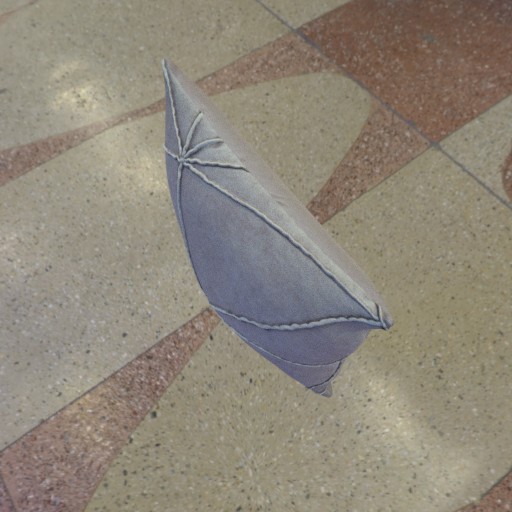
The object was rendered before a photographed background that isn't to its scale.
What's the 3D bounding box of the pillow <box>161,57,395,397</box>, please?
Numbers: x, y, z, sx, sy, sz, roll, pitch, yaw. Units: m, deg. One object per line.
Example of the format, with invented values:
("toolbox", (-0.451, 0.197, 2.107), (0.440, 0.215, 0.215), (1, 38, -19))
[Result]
("pillow", (0.000, 0.000, 0.679), (0.185, 0.440, 0.439), (-32, 68, -15))
